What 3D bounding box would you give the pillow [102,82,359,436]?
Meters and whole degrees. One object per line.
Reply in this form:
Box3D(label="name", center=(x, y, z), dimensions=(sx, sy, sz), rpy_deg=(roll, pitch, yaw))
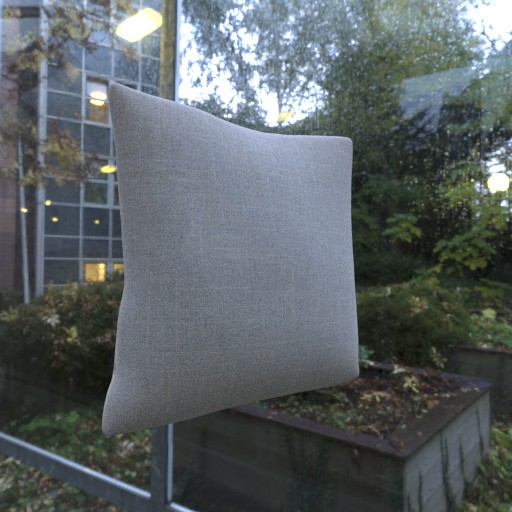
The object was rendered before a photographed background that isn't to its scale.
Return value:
Box3D(label="pillow", center=(0.000, 0.000, 0.849), dimensions=(0.578, 0.558, 0.192), rpy_deg=(2, -3, -37))
